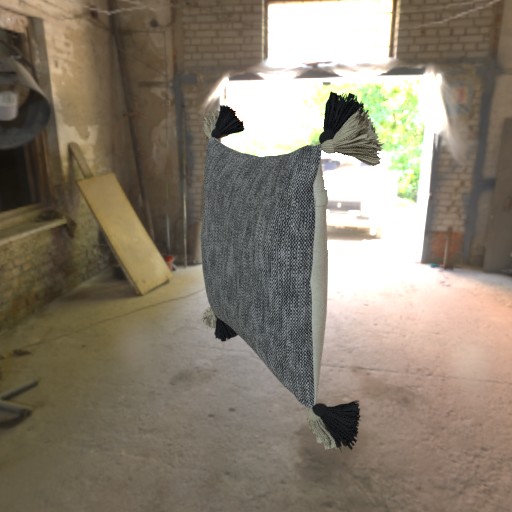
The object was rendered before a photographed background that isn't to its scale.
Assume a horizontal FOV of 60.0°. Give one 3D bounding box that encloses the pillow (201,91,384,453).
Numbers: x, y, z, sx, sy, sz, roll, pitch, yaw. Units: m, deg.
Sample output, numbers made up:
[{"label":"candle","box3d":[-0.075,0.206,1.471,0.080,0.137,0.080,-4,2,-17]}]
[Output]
[{"label":"pillow","box3d":[0.000,0.000,0.968,0.170,0.659,0.654,-8,19,-26]}]
